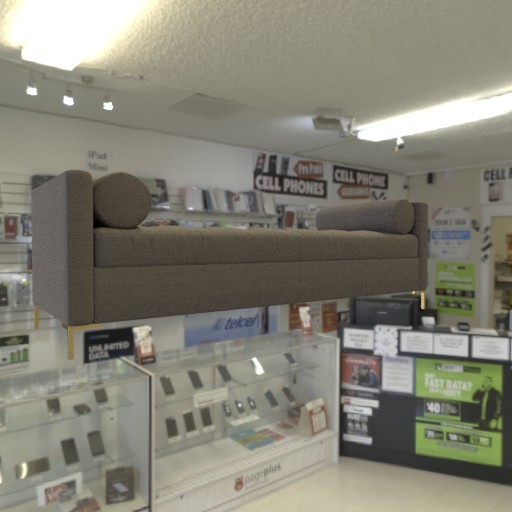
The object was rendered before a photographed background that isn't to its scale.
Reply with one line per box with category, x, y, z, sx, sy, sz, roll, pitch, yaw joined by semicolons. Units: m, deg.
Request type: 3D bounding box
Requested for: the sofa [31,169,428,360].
sofa;0.000;0.000;2.278;1.981;0.635;0.686;-1;2;-35
